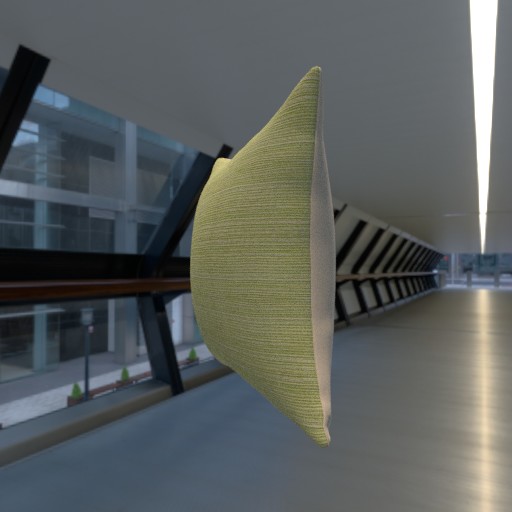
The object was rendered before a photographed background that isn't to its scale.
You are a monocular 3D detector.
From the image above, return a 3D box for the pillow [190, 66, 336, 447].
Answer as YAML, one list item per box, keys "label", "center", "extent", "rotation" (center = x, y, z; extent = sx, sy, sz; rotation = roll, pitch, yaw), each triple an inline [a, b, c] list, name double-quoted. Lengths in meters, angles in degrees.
- label: "pillow"
  center: [0.000, 0.000, 0.812]
  extent: [0.229, 0.487, 0.560]
  rotation: [0, -1, -19]
